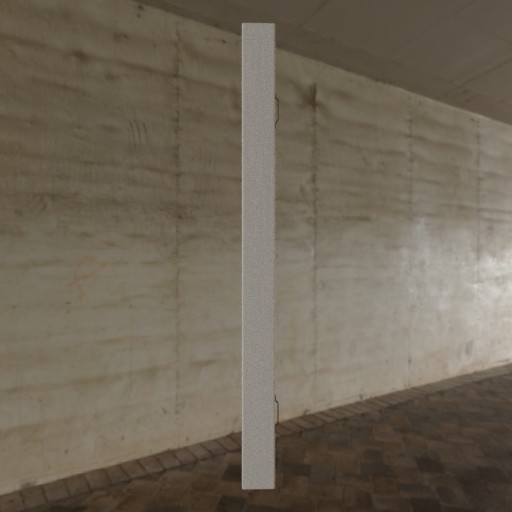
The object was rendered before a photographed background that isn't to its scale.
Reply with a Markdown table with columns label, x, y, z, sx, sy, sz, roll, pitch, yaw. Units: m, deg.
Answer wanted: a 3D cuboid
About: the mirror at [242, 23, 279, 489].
| label | x | y | z | sx | sy | sz | roll | pitch | yaw |
| --- | --- | --- | --- | --- | --- | --- | --- | --- | --- |
| mirror | 0.000 | 0.000 | 0.685 | 0.041 | 0.508 | 0.405 | 0 | 0 | -1 |
